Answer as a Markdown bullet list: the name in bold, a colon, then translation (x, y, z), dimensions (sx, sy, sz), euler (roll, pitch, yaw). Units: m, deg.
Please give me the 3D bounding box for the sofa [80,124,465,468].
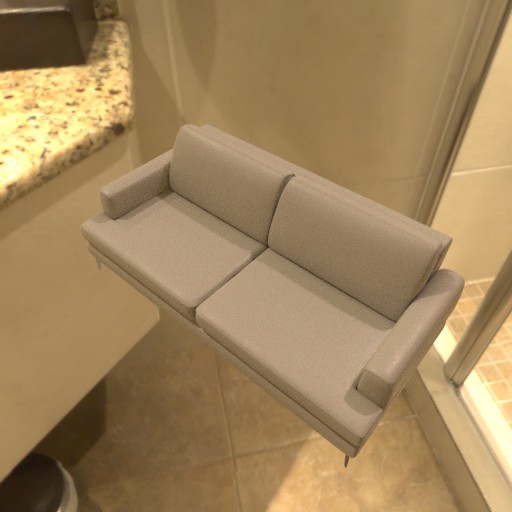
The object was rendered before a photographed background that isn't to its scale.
- **sofa**: translation (0.000, 0.000, 2.407), dimensions (1.940, 0.765, 0.974), euler (32, 53, 27)
